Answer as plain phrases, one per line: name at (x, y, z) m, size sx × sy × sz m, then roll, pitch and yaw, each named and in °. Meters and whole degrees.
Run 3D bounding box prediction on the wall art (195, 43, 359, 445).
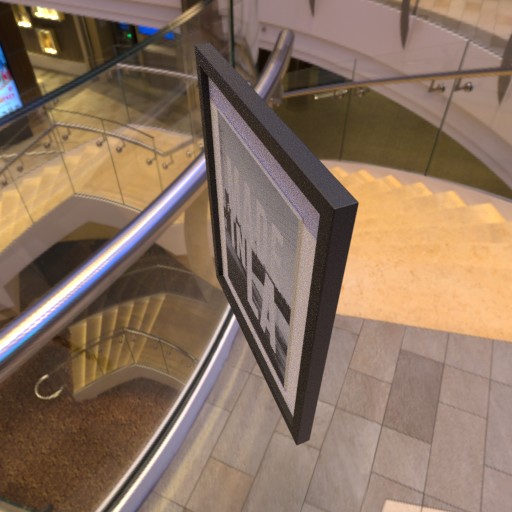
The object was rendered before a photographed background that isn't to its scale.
wall art at (0.000, 0.000, 0.772) m, size 0.028 × 0.559 × 0.457 m, roll -16°, pitch 47°, yaw -16°
